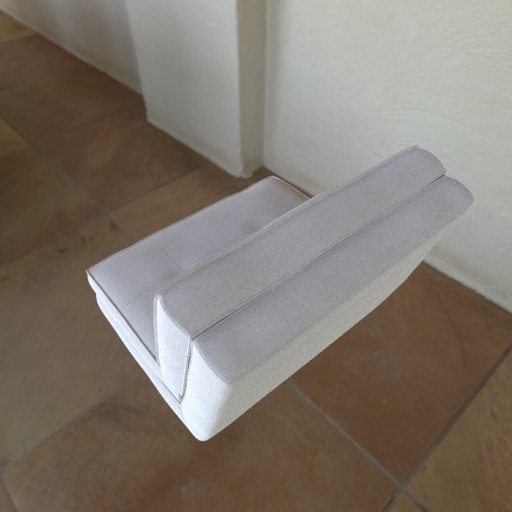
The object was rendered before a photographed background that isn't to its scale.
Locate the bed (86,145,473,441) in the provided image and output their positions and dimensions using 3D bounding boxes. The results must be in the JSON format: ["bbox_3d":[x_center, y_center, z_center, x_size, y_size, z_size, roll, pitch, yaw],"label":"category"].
[{"bbox_3d":[0.000,0.000,1.268,0.799,0.614,0.749,-31,53,-27],"label":"bed"}]
